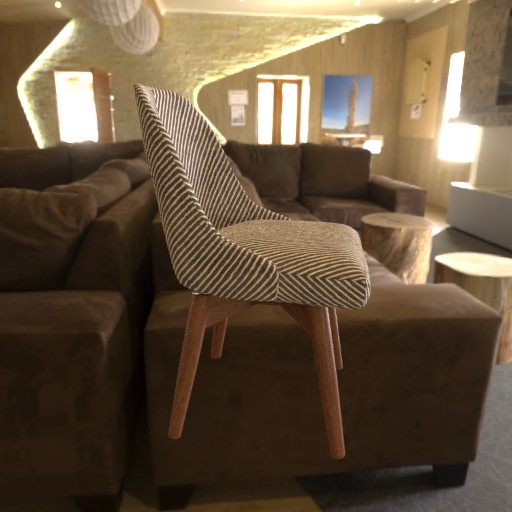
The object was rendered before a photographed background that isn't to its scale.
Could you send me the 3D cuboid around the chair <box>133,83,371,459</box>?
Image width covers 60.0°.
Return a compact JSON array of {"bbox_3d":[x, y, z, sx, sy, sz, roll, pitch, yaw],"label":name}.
[{"bbox_3d":[0.000,0.000,1.218,0.591,0.883,0.504,3,16,9],"label":"chair"}]
